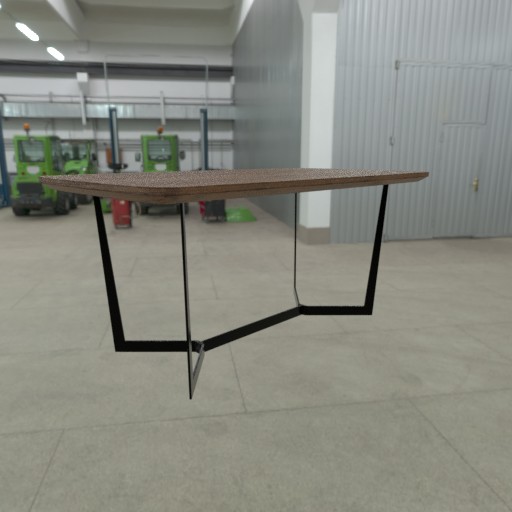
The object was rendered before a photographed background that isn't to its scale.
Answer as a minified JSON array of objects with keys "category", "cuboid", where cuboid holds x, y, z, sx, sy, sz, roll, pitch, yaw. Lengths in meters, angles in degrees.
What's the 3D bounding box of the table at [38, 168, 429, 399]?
[{"category":"table","cuboid":[0.000,0.000,2.091,1.643,0.765,0.949,-12,18,-43]}]
